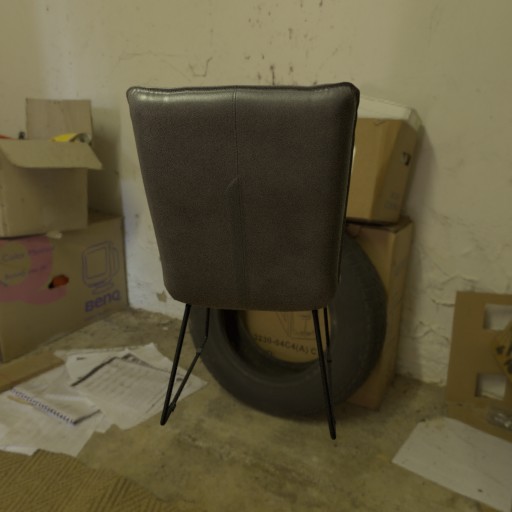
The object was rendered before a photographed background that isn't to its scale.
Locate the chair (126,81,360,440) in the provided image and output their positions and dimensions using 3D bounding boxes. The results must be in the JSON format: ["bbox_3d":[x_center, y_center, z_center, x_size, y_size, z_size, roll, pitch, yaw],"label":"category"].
[{"bbox_3d":[0.000,0.000,1.351,0.515,0.932,0.688,2,16,7],"label":"chair"}]
